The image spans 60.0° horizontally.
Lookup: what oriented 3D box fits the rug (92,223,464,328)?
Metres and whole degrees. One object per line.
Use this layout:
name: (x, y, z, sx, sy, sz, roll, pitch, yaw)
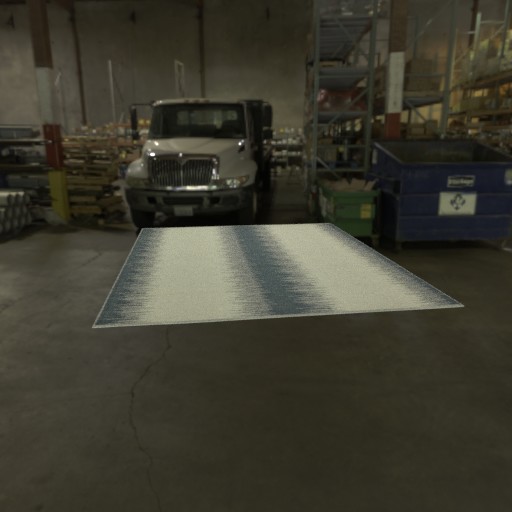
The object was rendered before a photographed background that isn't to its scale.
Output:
rug: (0.000, 0.000, 4.301, 2.453, 0.004, 3.037, -2, 15, -8)
